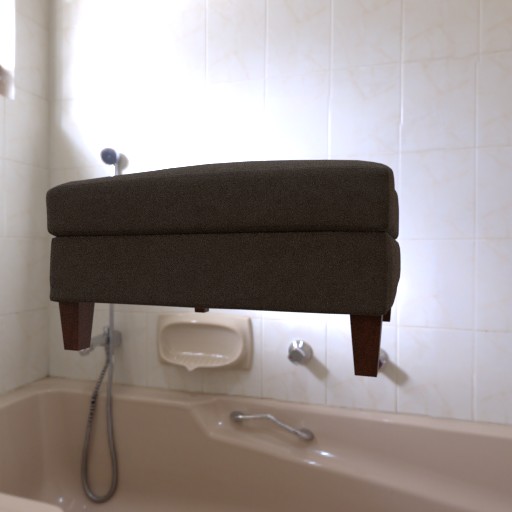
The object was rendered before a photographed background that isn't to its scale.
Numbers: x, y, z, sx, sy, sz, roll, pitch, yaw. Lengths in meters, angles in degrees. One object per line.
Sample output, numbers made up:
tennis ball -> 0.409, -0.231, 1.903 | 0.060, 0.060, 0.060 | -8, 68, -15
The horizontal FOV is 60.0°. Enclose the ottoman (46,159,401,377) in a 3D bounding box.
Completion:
ottoman -> 0.000, 0.000, 1.399 | 0.861, 0.482, 0.881 | 0, 1, 19
